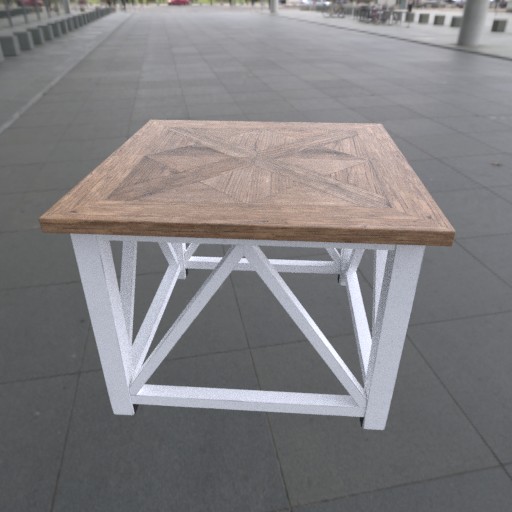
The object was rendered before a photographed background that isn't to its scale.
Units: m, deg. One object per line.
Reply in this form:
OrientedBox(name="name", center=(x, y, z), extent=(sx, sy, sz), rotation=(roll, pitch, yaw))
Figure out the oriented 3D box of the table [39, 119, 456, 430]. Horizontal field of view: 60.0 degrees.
OrientedBox(name="table", center=(0.000, 0.000, 1.175), extent=(0.700, 0.532, 0.700), rotation=(2, 31, 4))
